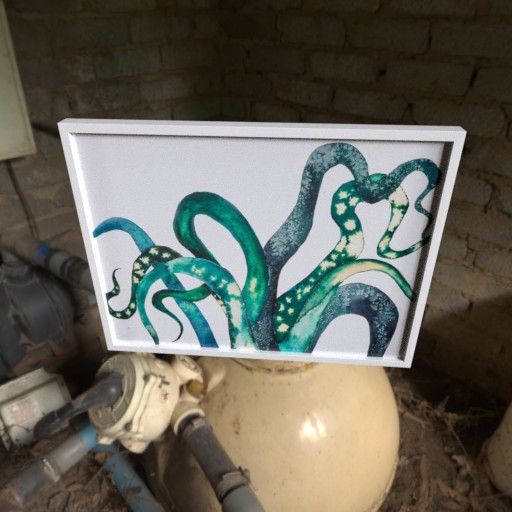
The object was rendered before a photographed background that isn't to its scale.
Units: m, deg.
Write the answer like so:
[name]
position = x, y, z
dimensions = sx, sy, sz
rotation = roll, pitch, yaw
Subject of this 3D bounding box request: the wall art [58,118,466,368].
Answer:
[wall art]
position = 0.000, 0.000, 1.346
dimensions = 1.041, 0.787, 0.053
rotation = 2, 30, 4
